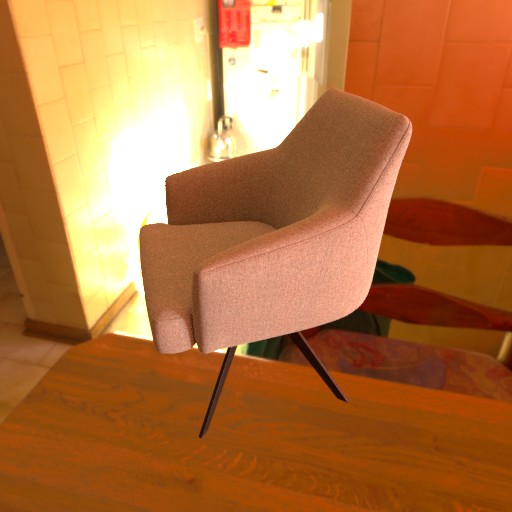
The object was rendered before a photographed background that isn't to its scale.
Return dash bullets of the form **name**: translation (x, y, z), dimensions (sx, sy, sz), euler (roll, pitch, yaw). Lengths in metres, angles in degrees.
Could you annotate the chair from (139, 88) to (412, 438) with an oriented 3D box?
- **chair**: translation (0.000, 0.000, 1.334), dimensions (0.677, 0.874, 0.642), euler (-8, 31, -14)
